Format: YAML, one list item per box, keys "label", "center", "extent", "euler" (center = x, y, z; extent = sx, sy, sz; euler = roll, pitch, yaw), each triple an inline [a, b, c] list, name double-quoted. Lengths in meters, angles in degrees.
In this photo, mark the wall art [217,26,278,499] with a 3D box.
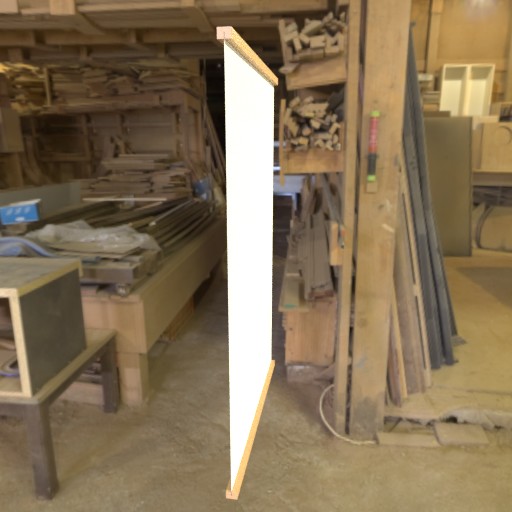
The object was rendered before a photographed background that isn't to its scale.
- label: "wall art"
  center: [0.000, 0.000, 1.843]
  extent: [0.040, 1.510, 0.991]
  euler: [2, 14, 10]
